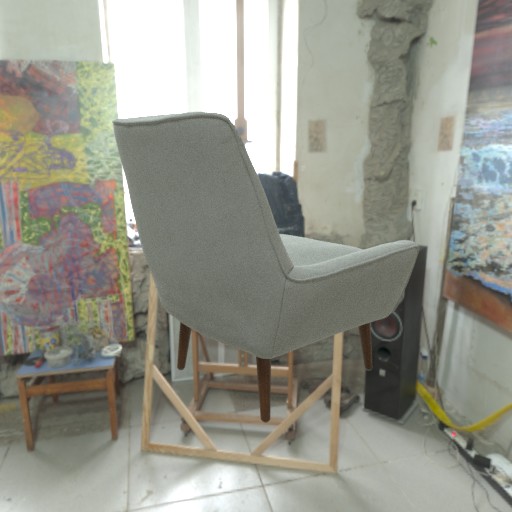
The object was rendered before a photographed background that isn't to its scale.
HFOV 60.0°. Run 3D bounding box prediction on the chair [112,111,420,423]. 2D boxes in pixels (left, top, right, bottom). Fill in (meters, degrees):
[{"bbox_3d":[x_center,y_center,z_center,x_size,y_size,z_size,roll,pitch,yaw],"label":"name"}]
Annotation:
[{"bbox_3d":[0.000,0.000,1.501,0.822,0.888,0.787,-13,19,-42],"label":"chair"}]
